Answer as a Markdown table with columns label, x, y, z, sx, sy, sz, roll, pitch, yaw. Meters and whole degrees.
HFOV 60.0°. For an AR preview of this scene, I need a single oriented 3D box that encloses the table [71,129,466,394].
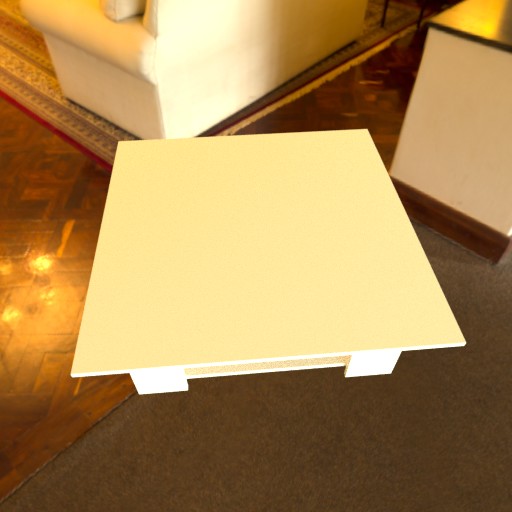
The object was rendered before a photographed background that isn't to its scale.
| label | x | y | z | sx | sy | sz | roll | pitch | yaw |
| --- | --- | --- | --- | --- | --- | --- | --- | --- | --- |
| table | 0.000 | 0.000 | 1.400 | 0.890 | 0.305 | 0.890 | -4 | 48 | -3 |
